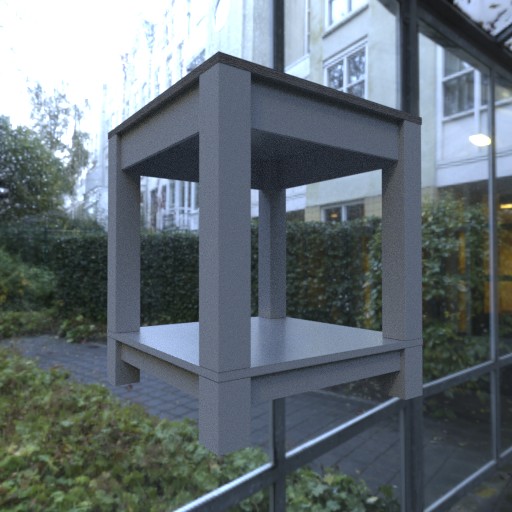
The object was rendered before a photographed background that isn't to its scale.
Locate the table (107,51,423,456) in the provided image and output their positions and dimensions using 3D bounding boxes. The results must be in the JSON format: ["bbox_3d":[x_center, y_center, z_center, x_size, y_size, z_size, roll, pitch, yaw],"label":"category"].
[{"bbox_3d":[0.000,0.000,0.995,0.504,0.587,0.506,1,-1,-36],"label":"table"}]
